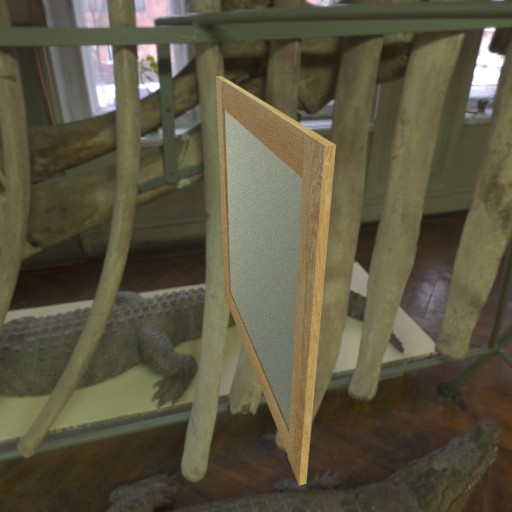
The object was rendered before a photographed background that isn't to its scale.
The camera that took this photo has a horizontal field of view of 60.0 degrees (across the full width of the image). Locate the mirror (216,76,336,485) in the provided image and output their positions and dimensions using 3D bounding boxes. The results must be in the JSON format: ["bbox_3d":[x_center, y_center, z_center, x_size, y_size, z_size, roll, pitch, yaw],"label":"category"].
[{"bbox_3d":[0.000,0.000,1.181,0.020,0.800,0.800,-8,30,-14],"label":"mirror"}]
